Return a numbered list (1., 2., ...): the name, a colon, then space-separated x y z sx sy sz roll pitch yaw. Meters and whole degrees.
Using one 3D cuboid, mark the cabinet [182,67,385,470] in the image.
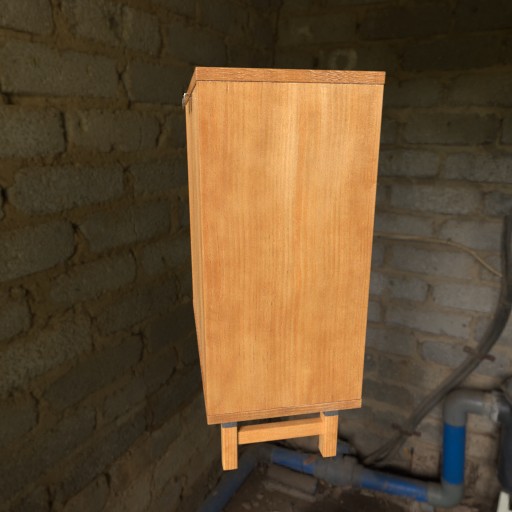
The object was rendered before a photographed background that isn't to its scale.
1. cabinet: 0.000 0.000 1.409 0.419 1.001 0.800 -3 16 -10
